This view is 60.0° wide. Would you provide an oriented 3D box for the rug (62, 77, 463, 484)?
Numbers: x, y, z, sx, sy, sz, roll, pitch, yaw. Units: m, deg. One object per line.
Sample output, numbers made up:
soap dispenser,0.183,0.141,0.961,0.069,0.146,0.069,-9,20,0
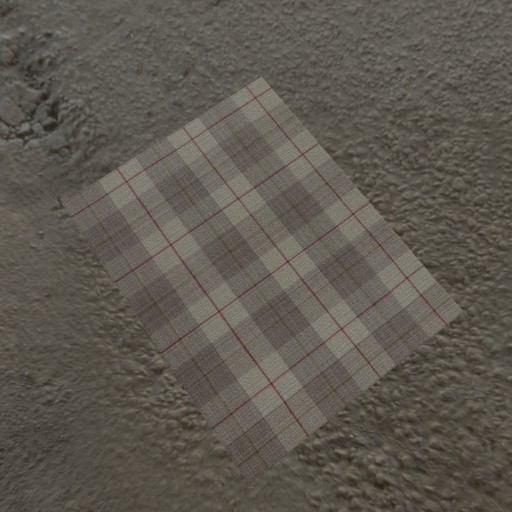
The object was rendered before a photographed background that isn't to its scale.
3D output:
rug,0.000,0.000,4.006,2.317,0.016,2.959,-35,78,-9
